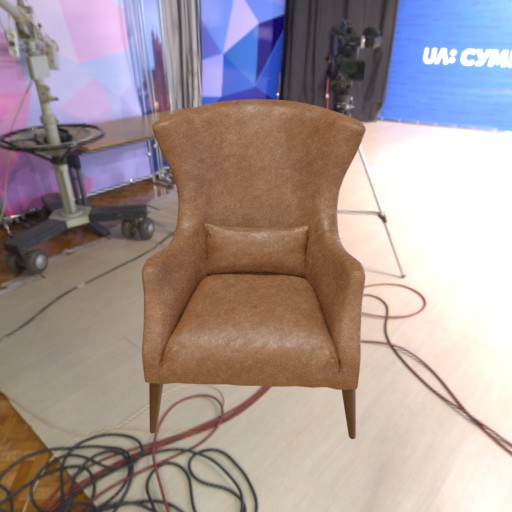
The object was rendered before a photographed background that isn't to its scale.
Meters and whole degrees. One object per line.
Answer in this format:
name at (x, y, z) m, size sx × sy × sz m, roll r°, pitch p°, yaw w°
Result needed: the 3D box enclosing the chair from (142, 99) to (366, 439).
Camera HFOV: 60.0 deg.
chair at (0.000, 0.000, 1.823) m, size 0.846 × 1.067 × 0.955 m, roll 1°, pitch 30°, yaw 2°
